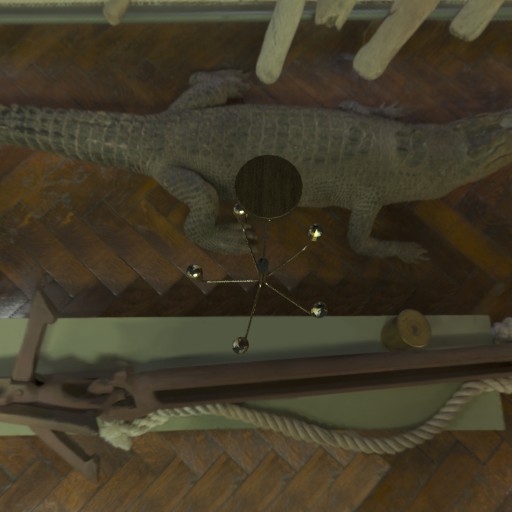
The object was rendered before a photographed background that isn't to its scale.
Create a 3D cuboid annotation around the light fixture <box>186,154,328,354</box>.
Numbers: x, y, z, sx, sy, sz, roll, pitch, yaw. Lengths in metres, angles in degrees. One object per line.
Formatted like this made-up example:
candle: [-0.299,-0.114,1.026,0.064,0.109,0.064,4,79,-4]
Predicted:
light fixture: [0.000,0.000,1.384,0.532,1.059,0.588,-1,77,0]
